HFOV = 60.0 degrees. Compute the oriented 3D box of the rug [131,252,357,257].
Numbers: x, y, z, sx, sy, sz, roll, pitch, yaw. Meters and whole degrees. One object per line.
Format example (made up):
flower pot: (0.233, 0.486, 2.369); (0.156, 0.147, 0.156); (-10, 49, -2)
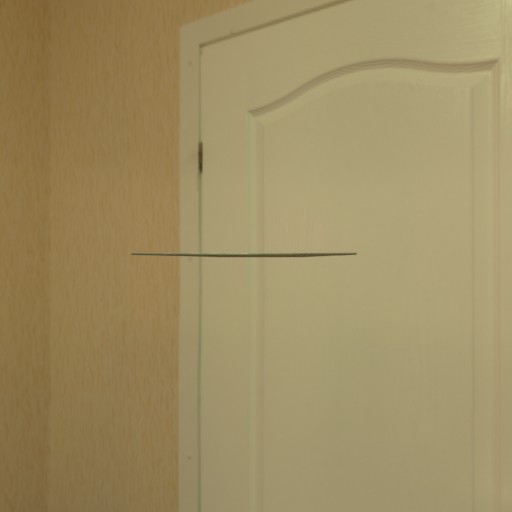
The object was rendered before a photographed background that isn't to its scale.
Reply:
rug: (0.000, 0.000, 2.463); (0.684, 0.009, 2.275); (0, 0, 2)
